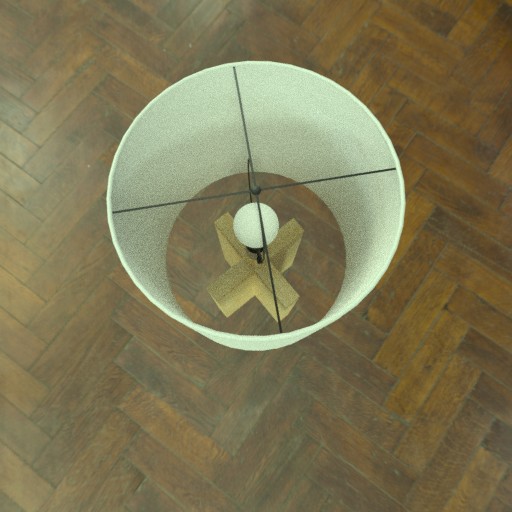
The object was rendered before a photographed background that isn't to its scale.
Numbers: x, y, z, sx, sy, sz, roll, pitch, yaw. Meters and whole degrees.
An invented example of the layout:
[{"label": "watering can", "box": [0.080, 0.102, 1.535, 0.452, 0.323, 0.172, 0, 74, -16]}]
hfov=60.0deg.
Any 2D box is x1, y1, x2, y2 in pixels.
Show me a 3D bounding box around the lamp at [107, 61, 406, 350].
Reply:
[{"label": "lamp", "box": [0.000, 0.000, 0.546, 0.229, 0.428, 0.229, -39, 79, -9]}]
